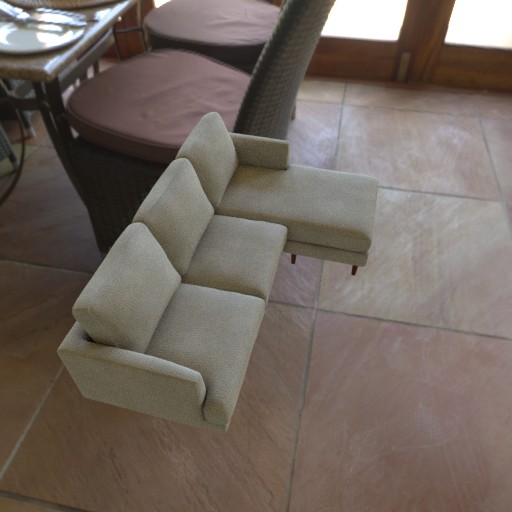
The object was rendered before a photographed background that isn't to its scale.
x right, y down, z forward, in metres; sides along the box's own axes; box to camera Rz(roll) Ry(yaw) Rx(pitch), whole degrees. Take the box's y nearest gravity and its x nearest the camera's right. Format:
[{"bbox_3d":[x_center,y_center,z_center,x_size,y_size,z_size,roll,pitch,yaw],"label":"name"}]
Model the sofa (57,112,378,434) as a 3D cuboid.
[{"bbox_3d":[0.000,0.000,2.985,1.504,0.956,2.233,11,47,10],"label":"sofa"}]
